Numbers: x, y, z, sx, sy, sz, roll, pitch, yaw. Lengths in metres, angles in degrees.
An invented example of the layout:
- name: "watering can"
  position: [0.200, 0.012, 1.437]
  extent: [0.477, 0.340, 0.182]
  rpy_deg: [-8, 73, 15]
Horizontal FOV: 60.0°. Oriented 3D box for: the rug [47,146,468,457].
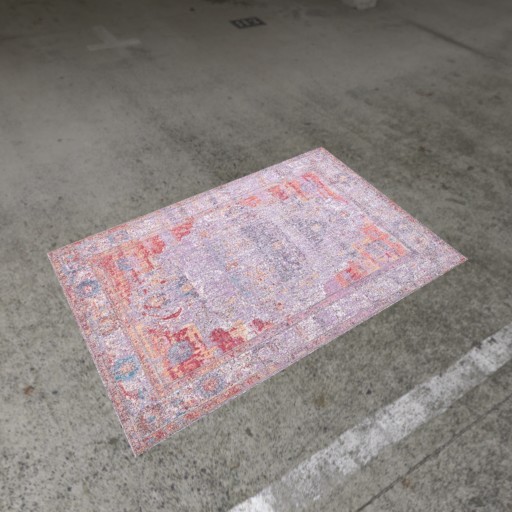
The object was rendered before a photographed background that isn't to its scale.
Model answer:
- name: "rug"
  position: [0.000, 0.000, 2.311]
  extent: [1.829, 0.005, 1.219]
  rpy_deg: [-25, 52, -21]
